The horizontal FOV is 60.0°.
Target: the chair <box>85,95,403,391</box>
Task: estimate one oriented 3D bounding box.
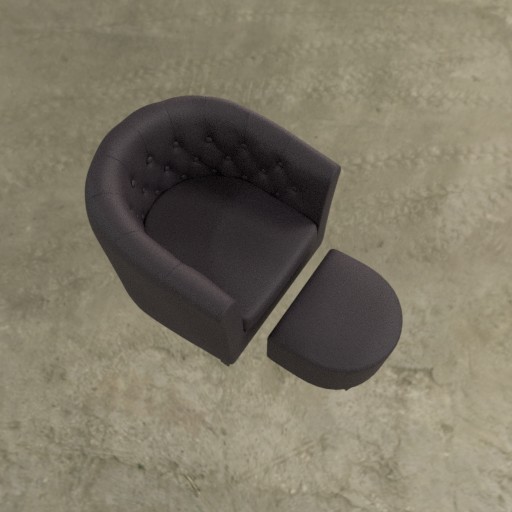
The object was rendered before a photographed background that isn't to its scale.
[{"bbox_3d":[0.000,0.000,1.683,1.191,0.760,0.763,30,63,17],"label":"chair"}]
